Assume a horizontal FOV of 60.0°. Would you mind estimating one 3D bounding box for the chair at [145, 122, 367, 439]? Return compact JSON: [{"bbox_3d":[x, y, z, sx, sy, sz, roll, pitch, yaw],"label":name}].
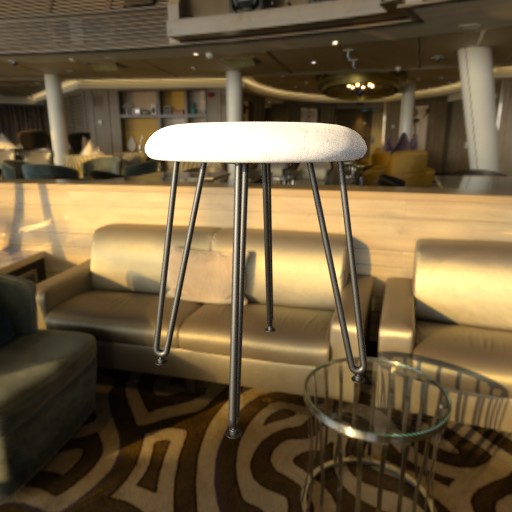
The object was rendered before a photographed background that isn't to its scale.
[{"bbox_3d":[0.000,0.000,0.674,0.350,0.386,0.350,3,15,10],"label":"chair"}]
